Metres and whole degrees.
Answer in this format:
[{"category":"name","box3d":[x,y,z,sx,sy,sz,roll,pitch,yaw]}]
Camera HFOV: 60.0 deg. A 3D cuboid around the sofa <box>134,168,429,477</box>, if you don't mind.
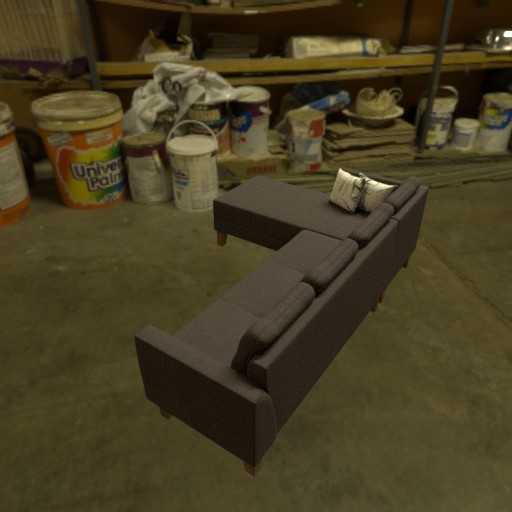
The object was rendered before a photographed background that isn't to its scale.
[{"category":"sofa","box3d":[0.000,0.000,3.504,1.829,0.932,2.679,20,37,29]}]
